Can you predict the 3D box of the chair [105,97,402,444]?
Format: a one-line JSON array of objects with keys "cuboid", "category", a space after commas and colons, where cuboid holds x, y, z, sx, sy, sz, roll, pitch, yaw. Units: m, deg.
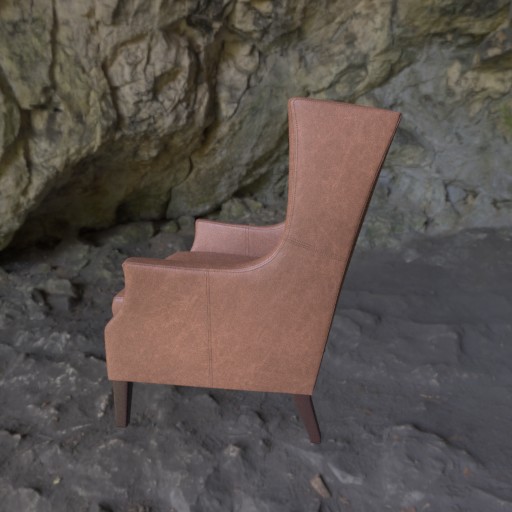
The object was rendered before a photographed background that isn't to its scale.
[{"cuboid": [0.000, 0.000, 1.704, 0.913, 1.088, 0.815, 2, 15, 9], "category": "chair"}]
